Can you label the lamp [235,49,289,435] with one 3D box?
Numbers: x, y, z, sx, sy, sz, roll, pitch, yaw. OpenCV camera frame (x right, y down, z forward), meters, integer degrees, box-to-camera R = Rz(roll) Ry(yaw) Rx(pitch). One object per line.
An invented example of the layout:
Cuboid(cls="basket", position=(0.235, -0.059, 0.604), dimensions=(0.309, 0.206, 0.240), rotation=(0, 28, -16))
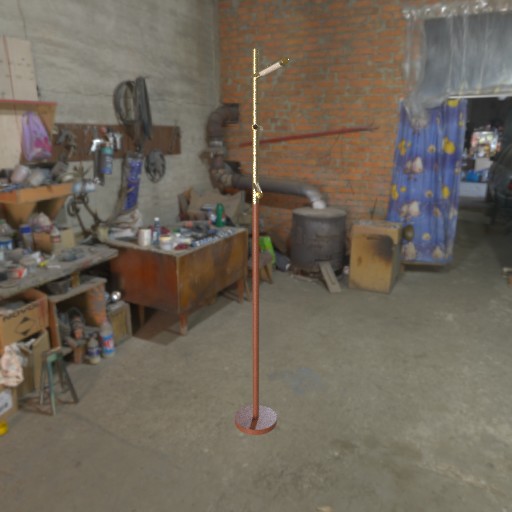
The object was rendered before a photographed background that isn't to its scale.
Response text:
Cuboid(cls="lamp", position=(0.000, 0.000, 1.983), dimensions=(0.209, 1.704, 0.737), rotation=(-2, 15, -9))
